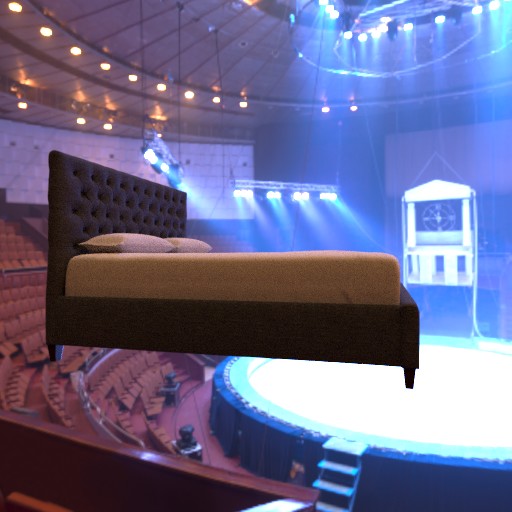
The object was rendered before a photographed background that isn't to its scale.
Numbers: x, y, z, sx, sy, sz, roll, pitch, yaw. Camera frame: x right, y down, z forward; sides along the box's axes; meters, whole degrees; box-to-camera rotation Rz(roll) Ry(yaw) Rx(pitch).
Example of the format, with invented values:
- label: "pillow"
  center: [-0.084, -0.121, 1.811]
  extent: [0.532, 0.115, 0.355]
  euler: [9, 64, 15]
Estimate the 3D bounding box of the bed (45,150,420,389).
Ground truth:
- label: "bed"
  center: [0.000, 0.000, 3.642]
  extent: [2.387, 1.427, 2.078]
  euler: [0, 0, 16]
